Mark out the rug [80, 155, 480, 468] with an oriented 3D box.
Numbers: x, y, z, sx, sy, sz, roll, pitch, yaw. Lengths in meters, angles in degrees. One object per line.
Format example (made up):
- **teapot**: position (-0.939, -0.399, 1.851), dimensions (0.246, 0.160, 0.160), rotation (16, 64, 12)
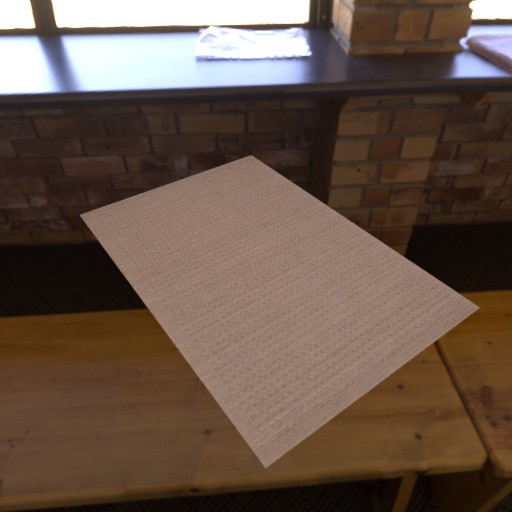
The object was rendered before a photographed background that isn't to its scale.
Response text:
- **rug**: position (0.000, 0.000, 3.717), dimensions (1.981, 0.006, 2.895), rotation (-25, 47, -26)
